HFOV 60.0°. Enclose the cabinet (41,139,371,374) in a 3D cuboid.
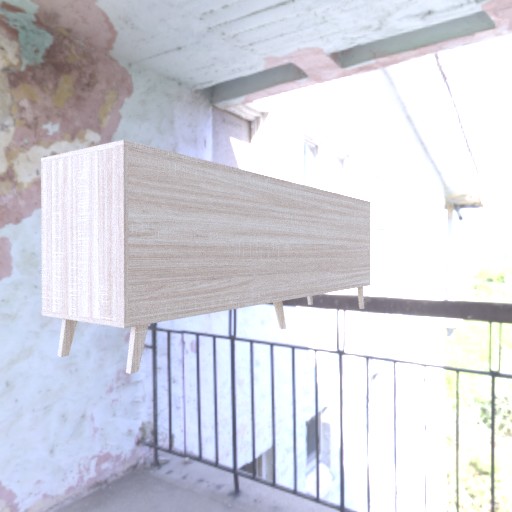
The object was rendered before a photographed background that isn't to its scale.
[{"bbox_3d":[0.000,0.000,2.488,0.500,0.780,2.200,0,1,35],"label":"cabinet"}]
